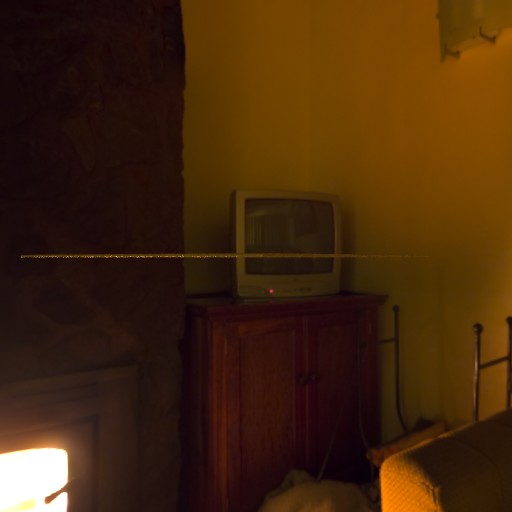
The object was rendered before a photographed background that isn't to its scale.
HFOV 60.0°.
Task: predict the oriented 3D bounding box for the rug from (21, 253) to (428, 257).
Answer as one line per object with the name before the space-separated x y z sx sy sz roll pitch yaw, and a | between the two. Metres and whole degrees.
rug | 0.000 0.000 2.876 1.609 0.013 2.214 0 0 35
